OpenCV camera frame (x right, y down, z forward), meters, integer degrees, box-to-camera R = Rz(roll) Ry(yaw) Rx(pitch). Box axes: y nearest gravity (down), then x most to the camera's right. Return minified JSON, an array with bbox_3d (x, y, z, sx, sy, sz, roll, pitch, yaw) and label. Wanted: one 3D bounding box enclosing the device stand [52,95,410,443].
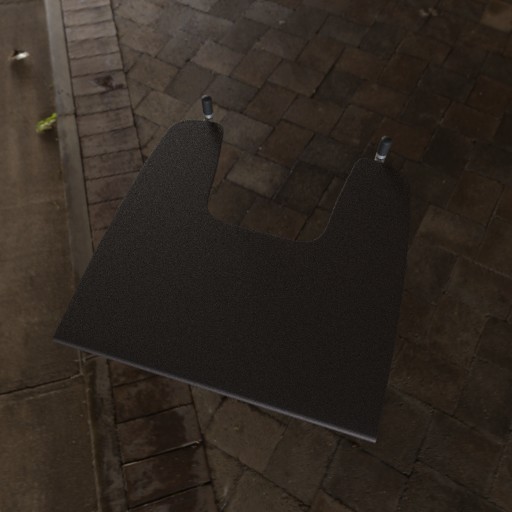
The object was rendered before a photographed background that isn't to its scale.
[{"bbox_3d":[0.000,0.000,0.364,0.230,0.092,0.230,15,65,7],"label":"device stand"}]
